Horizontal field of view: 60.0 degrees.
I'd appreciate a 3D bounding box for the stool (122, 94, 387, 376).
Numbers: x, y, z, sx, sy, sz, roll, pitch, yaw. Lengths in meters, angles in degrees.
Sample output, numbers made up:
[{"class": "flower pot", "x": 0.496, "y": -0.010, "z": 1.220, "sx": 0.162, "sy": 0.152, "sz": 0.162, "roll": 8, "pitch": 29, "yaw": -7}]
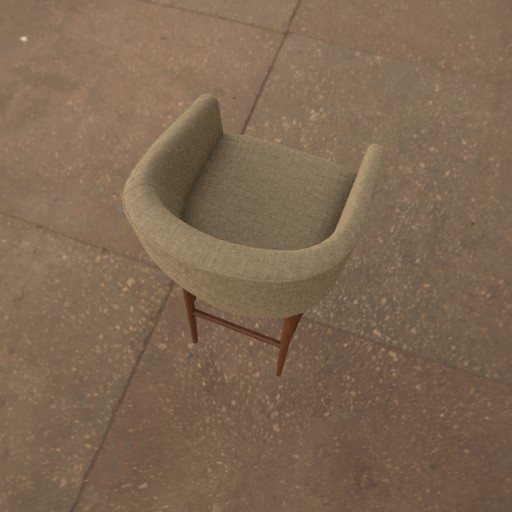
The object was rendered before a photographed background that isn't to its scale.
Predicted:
[{"class": "stool", "x": 0.000, "y": 0.000, "z": 1.449, "sx": 0.559, "sy": 1.078, "sz": 0.607, "roll": 19, "pitch": 66, "yaw": 9}]
